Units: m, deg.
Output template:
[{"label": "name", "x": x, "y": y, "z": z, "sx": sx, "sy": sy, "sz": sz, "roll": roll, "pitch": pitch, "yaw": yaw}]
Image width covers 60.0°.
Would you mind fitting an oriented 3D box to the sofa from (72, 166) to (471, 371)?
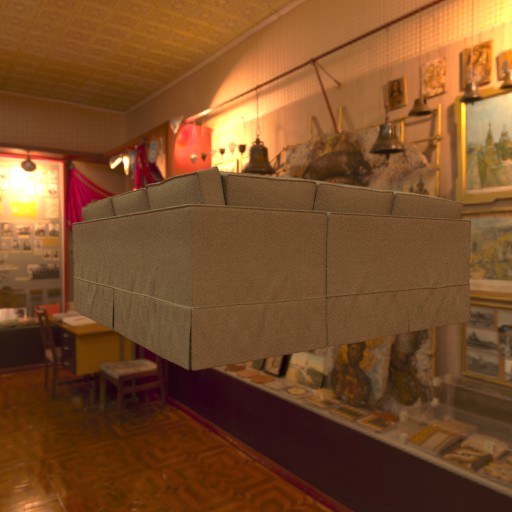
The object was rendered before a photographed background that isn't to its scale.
[{"label": "sofa", "x": 0.000, "y": 0.000, "z": 4.019, "sx": 2.618, "sy": 1.081, "sz": 2.623, "roll": -1, "pitch": 2, "yaw": -35}]
